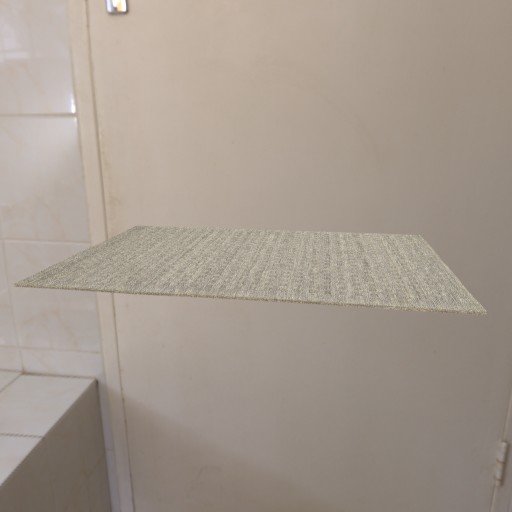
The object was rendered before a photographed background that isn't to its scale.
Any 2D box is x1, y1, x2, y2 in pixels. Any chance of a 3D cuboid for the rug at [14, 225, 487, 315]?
[{"bbox_3d":[0.000,0.000,2.836,2.297,0.018,1.532,2,16,9],"label":"rug"}]
